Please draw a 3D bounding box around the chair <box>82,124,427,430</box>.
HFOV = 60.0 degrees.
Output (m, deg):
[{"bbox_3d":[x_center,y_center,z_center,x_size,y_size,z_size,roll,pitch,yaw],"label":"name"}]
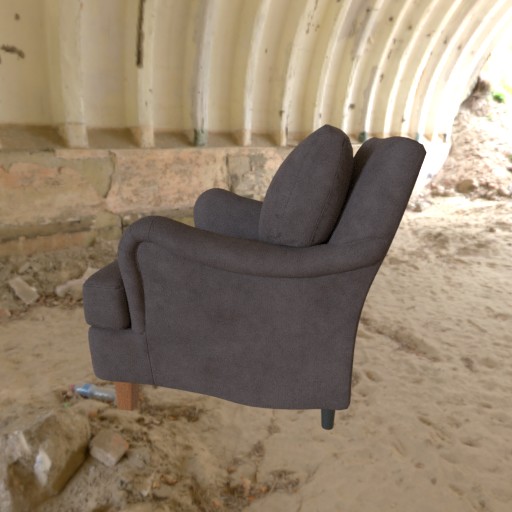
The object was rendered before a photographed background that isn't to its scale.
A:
[{"bbox_3d":[0.000,0.000,1.786,1.070,0.997,0.955,2,15,9],"label":"chair"}]
